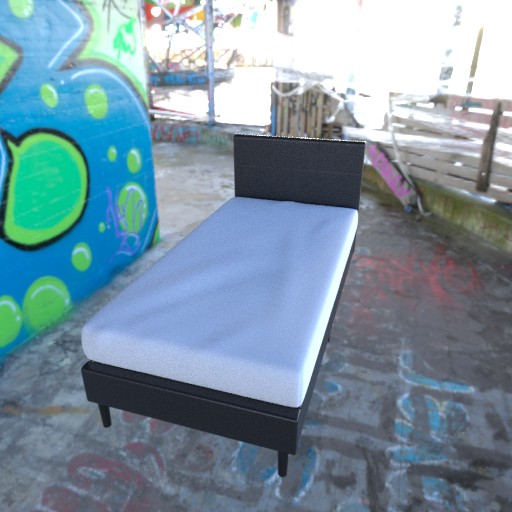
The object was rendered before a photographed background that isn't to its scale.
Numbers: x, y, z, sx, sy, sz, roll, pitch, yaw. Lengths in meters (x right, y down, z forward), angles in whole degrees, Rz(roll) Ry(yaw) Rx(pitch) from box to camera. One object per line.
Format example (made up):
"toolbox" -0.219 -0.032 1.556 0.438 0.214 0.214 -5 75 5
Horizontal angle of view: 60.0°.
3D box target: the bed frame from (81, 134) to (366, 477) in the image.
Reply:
"bed frame" 0.000 0.000 2.560 1.038 1.046 2.152 8 27 16
